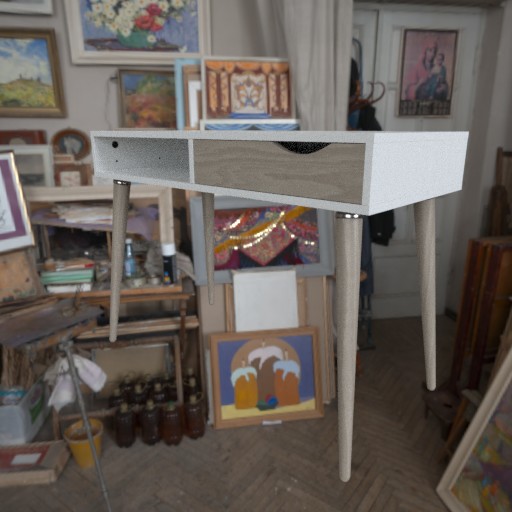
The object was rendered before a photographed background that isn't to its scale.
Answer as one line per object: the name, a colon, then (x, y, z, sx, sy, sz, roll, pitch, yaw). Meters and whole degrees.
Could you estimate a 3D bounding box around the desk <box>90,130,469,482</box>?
desk: (0.000, 0.000, 1.334, 0.979, 0.723, 0.491, 14, 21, 41)
